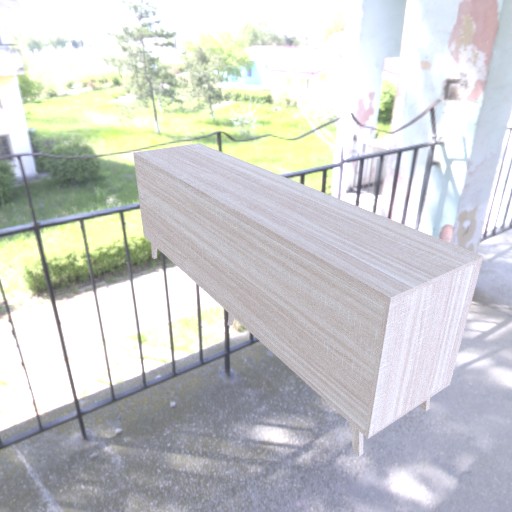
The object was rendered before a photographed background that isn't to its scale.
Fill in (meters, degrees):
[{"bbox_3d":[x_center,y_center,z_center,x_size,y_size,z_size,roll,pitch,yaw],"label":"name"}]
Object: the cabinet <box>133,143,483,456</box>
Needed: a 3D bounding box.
[{"bbox_3d":[0.000,0.000,2.472,0.500,0.780,2.200,-17,32,-30],"label":"cabinet"}]
